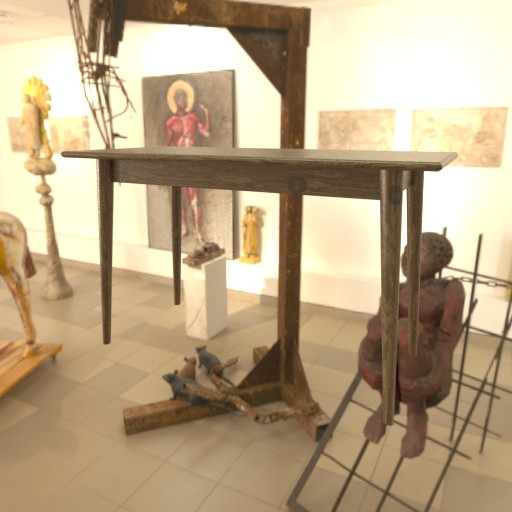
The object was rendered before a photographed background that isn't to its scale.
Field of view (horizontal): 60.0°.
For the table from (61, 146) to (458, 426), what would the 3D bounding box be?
[{"bbox_3d":[0.000,0.000,1.698,1.300,0.780,0.599,8,18,26],"label":"table"}]
